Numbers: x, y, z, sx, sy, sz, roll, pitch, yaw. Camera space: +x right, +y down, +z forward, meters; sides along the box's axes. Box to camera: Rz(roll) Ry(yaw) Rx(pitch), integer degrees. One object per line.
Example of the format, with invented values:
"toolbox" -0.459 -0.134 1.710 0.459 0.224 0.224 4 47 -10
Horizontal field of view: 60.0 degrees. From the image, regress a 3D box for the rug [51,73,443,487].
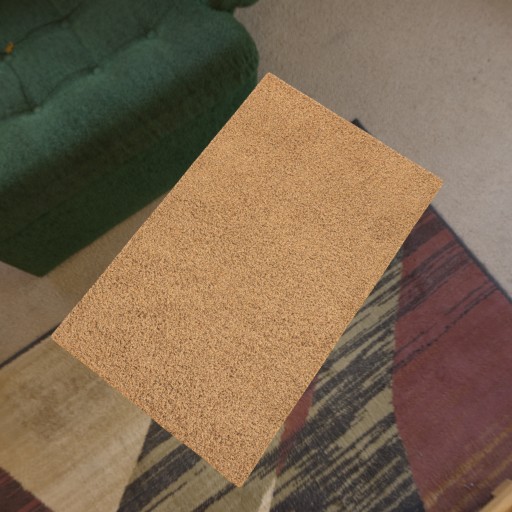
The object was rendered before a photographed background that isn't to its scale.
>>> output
"rug" 0.000 0.000 3.000 1.524 0.030 2.438 35 78 8
